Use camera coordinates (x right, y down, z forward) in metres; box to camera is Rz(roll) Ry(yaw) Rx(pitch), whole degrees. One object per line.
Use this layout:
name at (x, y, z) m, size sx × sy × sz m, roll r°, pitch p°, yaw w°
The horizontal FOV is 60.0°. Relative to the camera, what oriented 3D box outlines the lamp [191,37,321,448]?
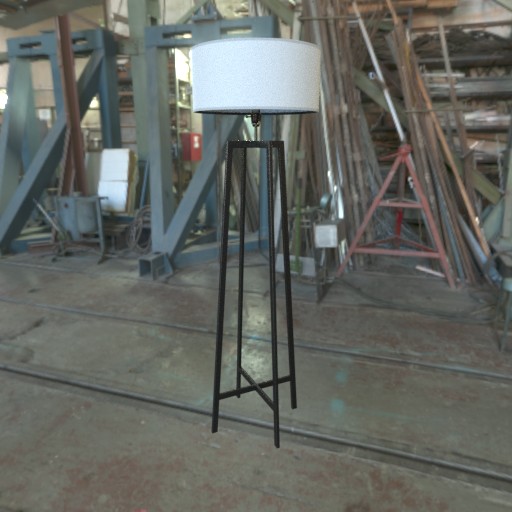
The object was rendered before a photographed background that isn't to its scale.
lamp at (0.000, 0.000, 1.776) m, size 0.456 × 1.510 × 0.457 m, roll -7°, pitch 17°, yaw -25°
